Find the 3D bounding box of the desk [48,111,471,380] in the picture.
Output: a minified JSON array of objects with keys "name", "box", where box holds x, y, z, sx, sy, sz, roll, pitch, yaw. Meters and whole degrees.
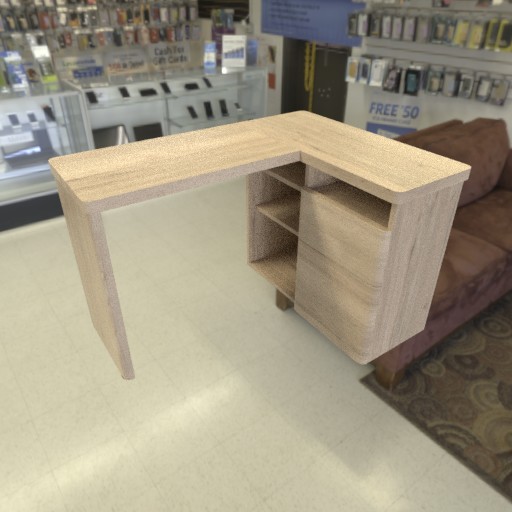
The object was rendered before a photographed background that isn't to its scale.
[{"name":"desk","box":[0.000,0.000,1.729,1.169,0.760,0.900,-20,38,-29]}]
